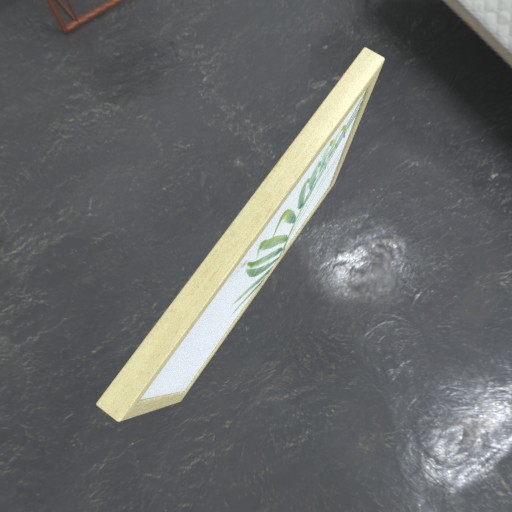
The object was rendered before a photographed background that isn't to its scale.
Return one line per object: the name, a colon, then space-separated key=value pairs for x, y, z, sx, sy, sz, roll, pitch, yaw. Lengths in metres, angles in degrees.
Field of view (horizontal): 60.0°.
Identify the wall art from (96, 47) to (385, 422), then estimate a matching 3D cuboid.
wall art: x=0.000 y=0.000 z=0.694 sx=0.032 sy=0.381 sz=0.533 roll=34 pitch=77 yaw=9
